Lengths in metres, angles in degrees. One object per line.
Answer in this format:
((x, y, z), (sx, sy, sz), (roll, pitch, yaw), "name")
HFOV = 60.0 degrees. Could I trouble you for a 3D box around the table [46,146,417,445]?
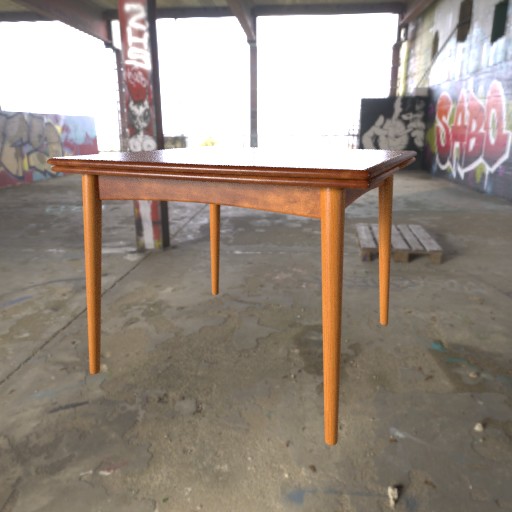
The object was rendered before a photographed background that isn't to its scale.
((0.000, 0.000, 1.676), (0.991, 0.754, 0.991), (7, 18, 24), "table")
